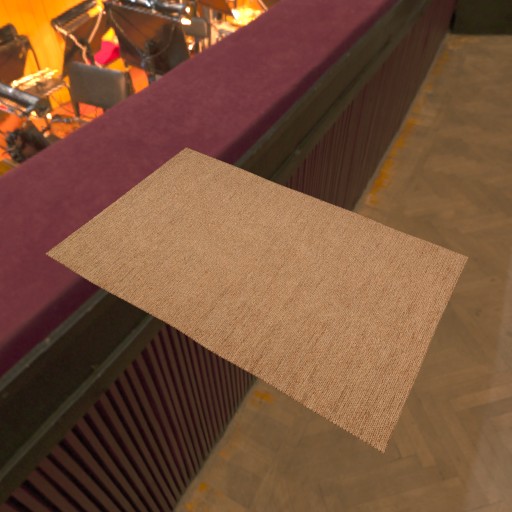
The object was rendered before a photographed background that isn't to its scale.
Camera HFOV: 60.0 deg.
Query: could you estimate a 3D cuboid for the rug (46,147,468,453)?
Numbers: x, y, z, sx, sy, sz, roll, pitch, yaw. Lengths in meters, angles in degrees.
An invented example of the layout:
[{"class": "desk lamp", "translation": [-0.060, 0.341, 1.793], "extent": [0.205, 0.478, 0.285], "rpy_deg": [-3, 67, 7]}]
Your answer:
[{"class": "rug", "translation": [0.000, 0.000, 3.011], "extent": [2.439, 0.011, 1.533], "rpy_deg": [25, 52, 22]}]
